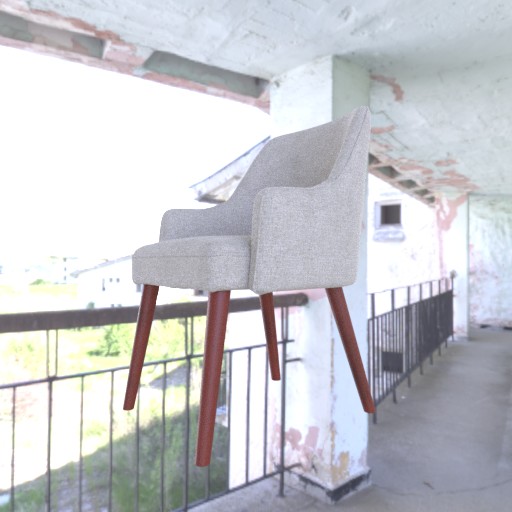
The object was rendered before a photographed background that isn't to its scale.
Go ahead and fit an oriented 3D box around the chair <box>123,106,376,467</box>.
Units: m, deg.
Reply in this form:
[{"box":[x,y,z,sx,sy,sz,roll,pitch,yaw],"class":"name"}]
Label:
[{"box":[0.000,0.000,1.239,0.605,0.849,0.548,1,-1,-36],"class":"chair"}]
